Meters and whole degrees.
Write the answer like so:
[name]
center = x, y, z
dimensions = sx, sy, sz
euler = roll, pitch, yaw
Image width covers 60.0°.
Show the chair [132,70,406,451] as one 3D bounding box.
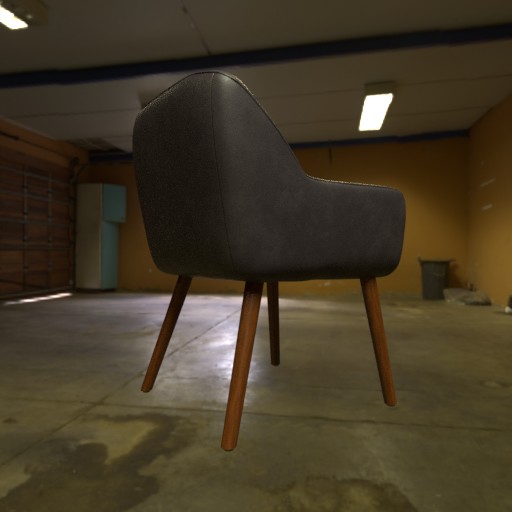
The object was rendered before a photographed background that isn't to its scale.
[chair]
center = 0.000, 0.000, 1.286
dimensions = 0.610, 0.828, 0.610
euler = 0, 1, -35
